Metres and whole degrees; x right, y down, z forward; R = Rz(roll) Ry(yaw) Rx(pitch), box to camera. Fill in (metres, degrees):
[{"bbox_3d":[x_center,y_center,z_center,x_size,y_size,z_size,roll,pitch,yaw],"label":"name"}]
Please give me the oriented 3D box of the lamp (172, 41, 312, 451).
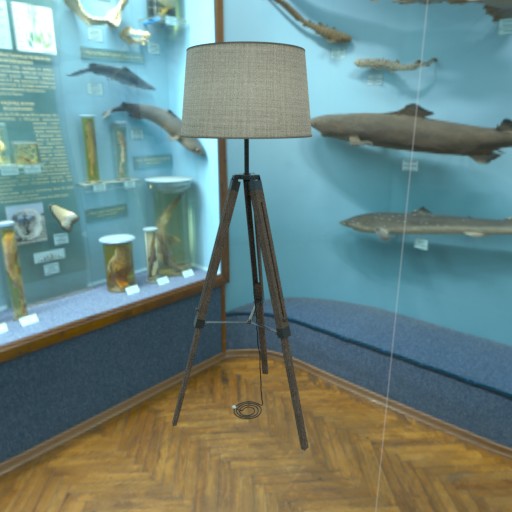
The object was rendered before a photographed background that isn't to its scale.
[{"bbox_3d":[0.000,0.000,1.775,0.587,1.510,0.604,16,23,42],"label":"lamp"}]
